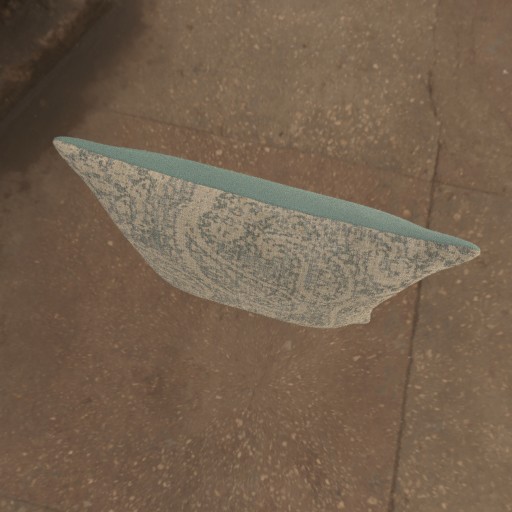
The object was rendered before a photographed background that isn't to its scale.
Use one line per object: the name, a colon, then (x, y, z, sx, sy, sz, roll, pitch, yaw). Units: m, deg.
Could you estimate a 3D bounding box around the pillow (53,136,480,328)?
pillow: (0.000, 0.000, 0.760, 0.526, 0.507, 0.166, 15, 74, 4)
